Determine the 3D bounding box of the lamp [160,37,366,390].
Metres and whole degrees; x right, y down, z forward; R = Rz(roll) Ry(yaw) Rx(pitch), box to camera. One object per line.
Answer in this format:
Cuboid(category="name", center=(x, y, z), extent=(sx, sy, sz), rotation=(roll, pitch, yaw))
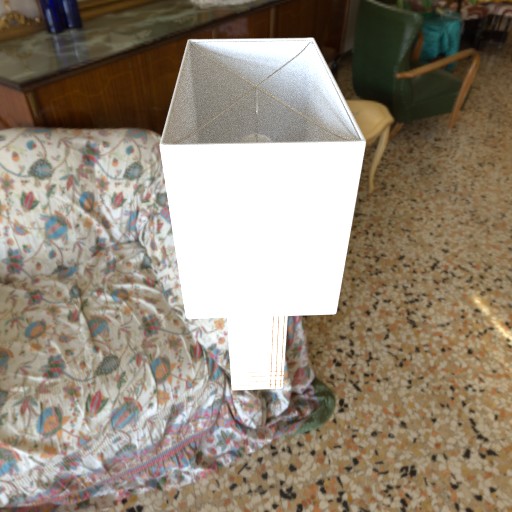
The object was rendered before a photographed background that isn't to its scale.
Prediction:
Cuboid(category="lamp", center=(0.000, 0.000, 0.689), extent=(0.182, 0.543, 0.334), rotation=(-2, 41, -2))
